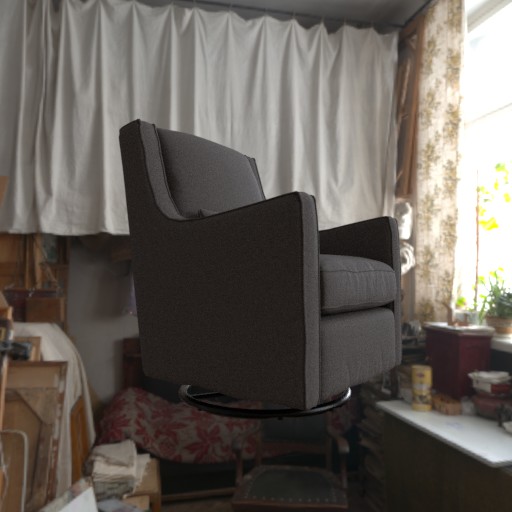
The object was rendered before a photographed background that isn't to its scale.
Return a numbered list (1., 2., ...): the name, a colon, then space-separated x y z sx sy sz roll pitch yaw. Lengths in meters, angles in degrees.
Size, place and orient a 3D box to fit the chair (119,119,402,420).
1. chair: 0.000 0.000 1.644 0.879 0.993 0.732 -2 -3 37
